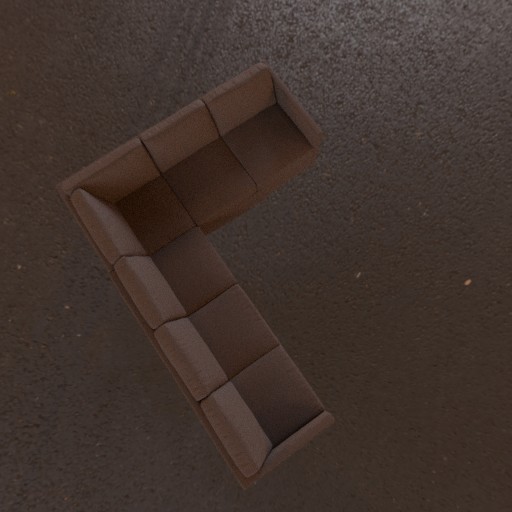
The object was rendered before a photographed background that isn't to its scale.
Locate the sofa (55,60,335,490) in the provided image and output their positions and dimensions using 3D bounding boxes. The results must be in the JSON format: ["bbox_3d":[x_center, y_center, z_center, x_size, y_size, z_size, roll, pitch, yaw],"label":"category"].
[{"bbox_3d":[0.000,0.000,4.244,2.432,0.871,3.182,-34,79,-8],"label":"sofa"}]
